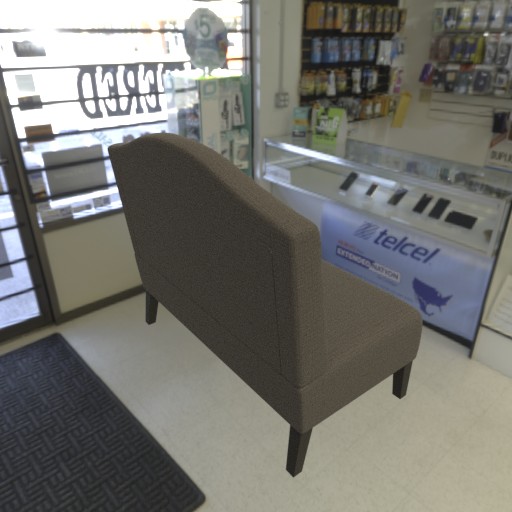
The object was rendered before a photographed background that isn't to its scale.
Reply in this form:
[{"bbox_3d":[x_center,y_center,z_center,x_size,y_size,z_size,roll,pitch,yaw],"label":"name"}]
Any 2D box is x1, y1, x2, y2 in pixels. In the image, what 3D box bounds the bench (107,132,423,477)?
[{"bbox_3d":[0.000,0.000,2.055,0.815,1.180,1.335,-19,32,-33],"label":"bench"}]
